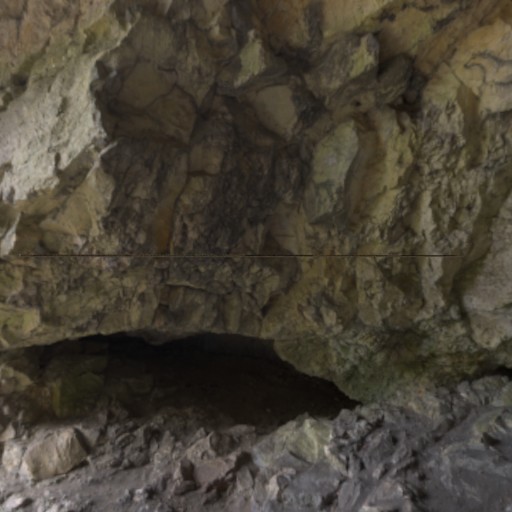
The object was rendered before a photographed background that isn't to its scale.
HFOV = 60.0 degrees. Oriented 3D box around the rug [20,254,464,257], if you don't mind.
[{"bbox_3d":[0.000,0.000,2.517,2.287,0.011,0.687,0,0,-18],"label":"rug"}]
